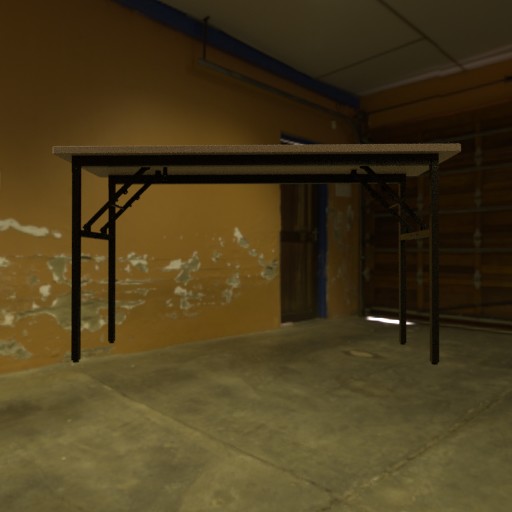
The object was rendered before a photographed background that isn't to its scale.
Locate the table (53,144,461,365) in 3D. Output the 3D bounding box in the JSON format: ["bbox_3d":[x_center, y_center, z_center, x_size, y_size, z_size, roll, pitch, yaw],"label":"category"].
[{"bbox_3d":[0.000,0.000,1.727,1.397,0.750,0.447,0,-1,1],"label":"table"}]
